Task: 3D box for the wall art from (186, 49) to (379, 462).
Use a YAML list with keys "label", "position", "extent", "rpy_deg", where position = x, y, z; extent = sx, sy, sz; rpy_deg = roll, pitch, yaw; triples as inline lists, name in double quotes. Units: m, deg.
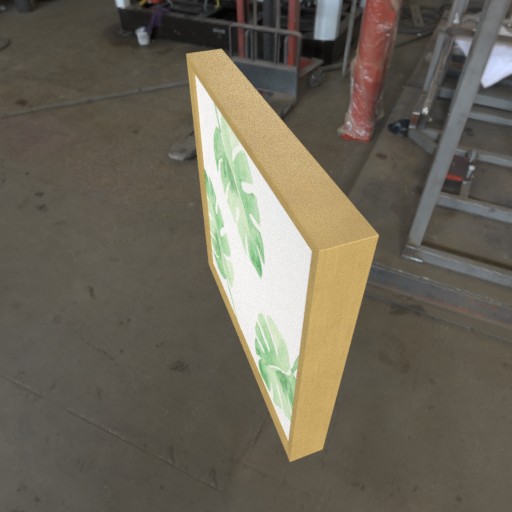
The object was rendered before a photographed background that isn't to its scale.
- label: "wall art"
  position: [0.000, 0.000, 0.458]
  extent: [0.038, 0.305, 0.305]
  rpy_deg: [-15, 47, -14]
